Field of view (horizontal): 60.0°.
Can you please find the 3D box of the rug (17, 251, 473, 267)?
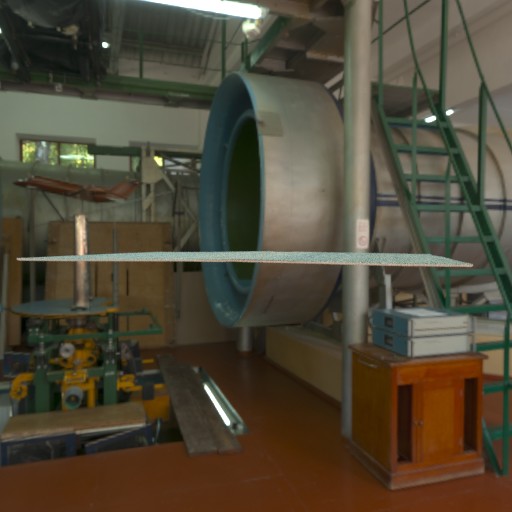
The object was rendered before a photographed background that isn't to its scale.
[{"bbox_3d":[0.000,0.000,2.893,2.305,0.029,1.593,1,2,16],"label":"rug"}]
